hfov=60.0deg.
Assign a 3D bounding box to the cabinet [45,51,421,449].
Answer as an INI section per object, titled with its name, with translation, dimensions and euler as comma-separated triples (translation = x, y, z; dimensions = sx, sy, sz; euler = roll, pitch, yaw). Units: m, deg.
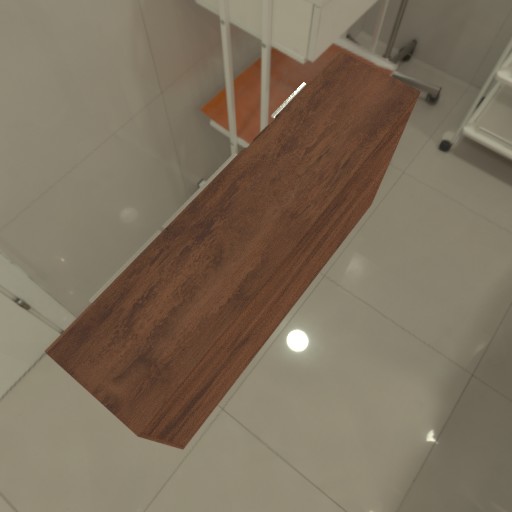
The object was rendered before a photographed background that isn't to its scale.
[cabinet]
translation = 0.000, 0.000, 1.939
dimensions = 0.420, 0.900, 1.600
euler = 35, 69, 15
